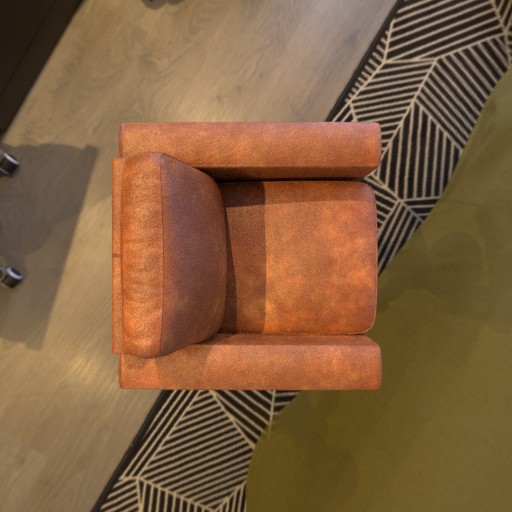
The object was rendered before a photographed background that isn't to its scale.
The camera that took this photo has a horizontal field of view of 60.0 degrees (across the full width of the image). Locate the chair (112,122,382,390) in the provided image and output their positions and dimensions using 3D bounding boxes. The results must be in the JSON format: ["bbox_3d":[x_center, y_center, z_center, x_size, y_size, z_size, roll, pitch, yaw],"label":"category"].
[{"bbox_3d":[0.000,0.000,1.769,1.016,0.873,1.005,0,90,0],"label":"chair"}]
